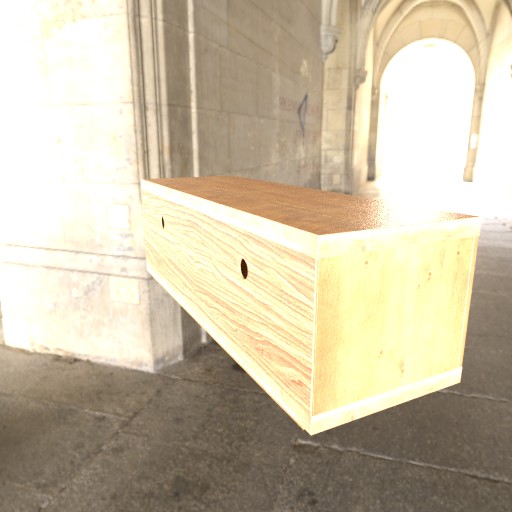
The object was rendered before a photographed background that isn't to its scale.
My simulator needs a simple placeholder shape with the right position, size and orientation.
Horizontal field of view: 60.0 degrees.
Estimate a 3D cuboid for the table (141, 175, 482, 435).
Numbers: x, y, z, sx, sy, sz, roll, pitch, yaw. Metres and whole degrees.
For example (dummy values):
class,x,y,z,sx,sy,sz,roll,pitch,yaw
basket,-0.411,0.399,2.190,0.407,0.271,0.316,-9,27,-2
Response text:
class,x,y,z,sx,sy,sz,roll,pitch,yaw
table,0.000,0.000,1.705,0.499,0.491,1.499,-7,16,-26
